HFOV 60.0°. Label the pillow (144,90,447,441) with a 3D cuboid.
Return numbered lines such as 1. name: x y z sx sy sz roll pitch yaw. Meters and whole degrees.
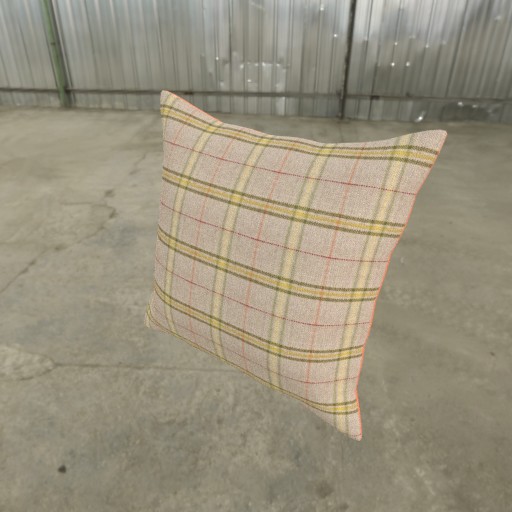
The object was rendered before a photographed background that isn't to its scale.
1. pillow: 0.000 0.000 0.686 0.453 0.430 0.200 19 36 29
